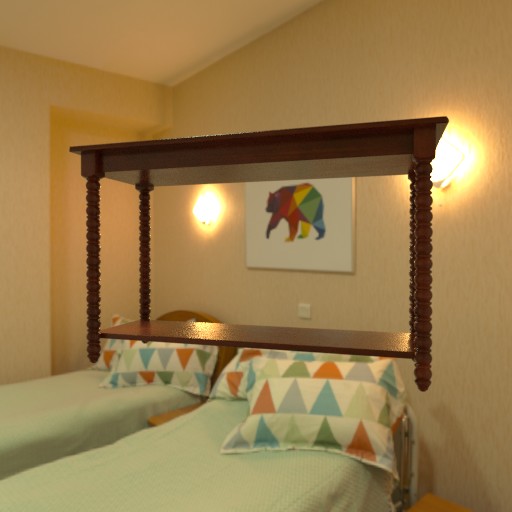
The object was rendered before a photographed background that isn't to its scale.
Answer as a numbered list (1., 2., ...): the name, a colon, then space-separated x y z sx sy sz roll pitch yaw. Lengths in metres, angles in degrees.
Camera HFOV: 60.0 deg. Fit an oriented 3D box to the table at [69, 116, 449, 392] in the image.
1. table: 0.000 0.000 1.540 1.184 0.740 0.459 0 1 17
